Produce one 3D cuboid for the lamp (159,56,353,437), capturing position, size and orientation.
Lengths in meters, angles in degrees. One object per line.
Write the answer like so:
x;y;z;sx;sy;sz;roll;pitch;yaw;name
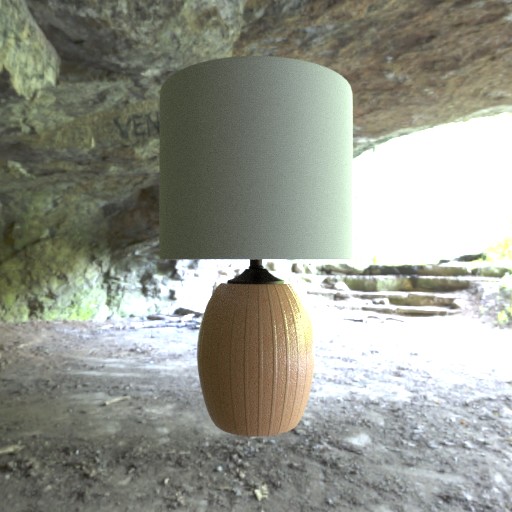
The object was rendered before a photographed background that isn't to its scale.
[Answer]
0.000;0.000;0.770;0.329;0.570;0.329;0;-1;0;lamp
